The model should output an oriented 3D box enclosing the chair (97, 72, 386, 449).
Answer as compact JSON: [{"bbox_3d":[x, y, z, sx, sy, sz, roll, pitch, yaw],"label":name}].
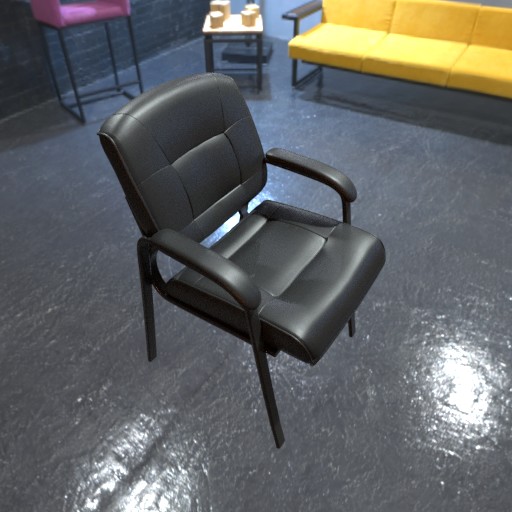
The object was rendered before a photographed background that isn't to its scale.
[{"bbox_3d":[0.000,0.000,1.338,0.668,0.910,0.591,24,47,25],"label":"chair"}]
